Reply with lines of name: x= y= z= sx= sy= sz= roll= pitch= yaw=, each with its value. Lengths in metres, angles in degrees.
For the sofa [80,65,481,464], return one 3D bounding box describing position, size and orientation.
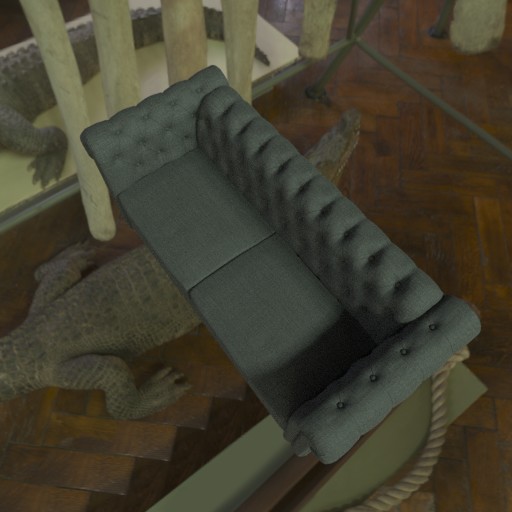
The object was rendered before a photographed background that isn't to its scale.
sofa: x=0.000 y=0.000 z=2.165 sx=0.783 sy=0.797 sz=1.798 roll=-34 pitch=67 yaw=-16
